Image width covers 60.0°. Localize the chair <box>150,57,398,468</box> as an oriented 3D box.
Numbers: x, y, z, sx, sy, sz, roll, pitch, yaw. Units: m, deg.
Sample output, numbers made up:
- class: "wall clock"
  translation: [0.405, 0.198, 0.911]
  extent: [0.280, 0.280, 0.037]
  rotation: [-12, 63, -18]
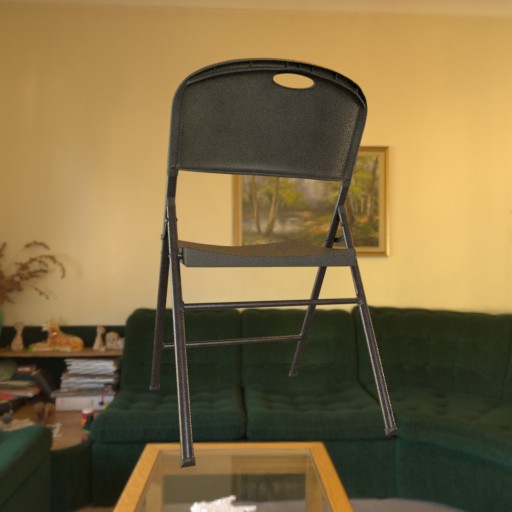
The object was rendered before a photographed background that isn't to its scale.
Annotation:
- class: "chair"
  translation: [0.000, 0.000, 1.173]
  extent: [0.494, 0.810, 0.566]
  rotation: [0, 0, -20]
